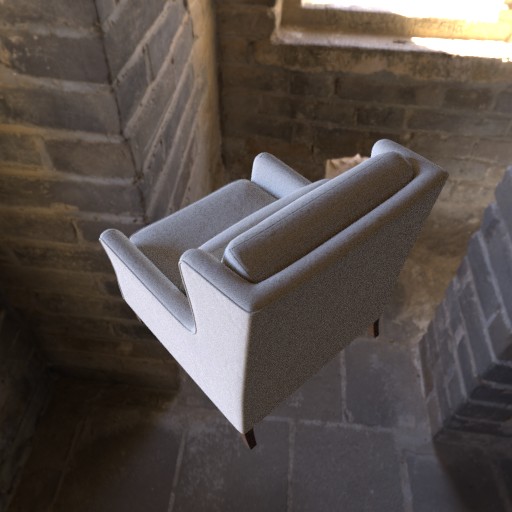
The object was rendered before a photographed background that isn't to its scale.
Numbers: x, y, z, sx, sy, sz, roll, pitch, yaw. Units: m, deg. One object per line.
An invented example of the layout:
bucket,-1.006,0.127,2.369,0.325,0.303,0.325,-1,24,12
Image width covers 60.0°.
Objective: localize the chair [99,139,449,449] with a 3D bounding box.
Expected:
chair,0.000,0.000,1.945,0.982,1.056,1.040,-32,54,-27
